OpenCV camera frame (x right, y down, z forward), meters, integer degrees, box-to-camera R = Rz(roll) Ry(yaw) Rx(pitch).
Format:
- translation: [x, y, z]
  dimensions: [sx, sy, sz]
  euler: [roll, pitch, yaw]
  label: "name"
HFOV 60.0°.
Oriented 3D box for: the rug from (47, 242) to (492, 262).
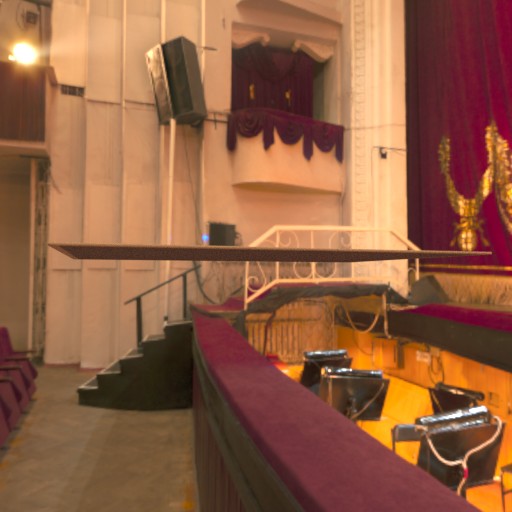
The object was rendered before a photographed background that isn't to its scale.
- translation: [0.000, 0.000, 2.806]
  dimensions: [2.244, 0.017, 1.532]
  euler: [1, -3, -19]
  label: "rug"
